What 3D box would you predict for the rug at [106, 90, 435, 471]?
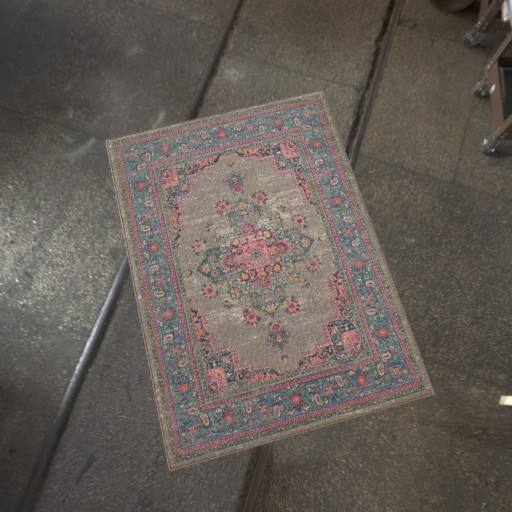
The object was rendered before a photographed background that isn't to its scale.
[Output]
[{"bbox_3d":[0.000,0.000,2.880,1.609,0.013,2.214,-14,74,-4],"label":"rug"}]
